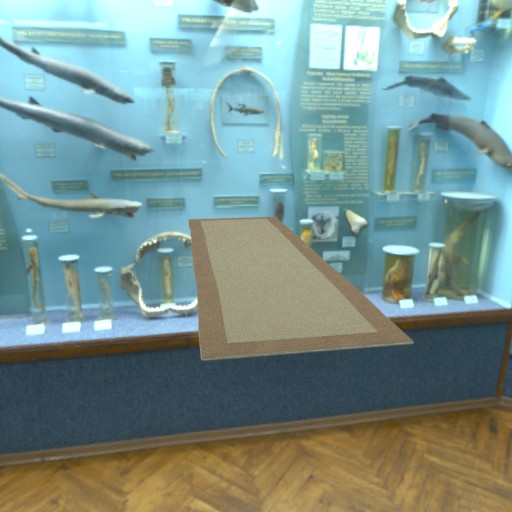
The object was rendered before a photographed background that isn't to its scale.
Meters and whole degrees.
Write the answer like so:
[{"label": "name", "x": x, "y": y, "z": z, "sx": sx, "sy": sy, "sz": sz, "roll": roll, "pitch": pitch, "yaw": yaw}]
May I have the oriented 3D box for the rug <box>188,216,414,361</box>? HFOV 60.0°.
[{"label": "rug", "x": 0.000, "y": 0.000, "z": 2.677, "sx": 0.767, "sy": 0.012, "sz": 2.430, "roll": -3, "pitch": 16, "yaw": -9}]
